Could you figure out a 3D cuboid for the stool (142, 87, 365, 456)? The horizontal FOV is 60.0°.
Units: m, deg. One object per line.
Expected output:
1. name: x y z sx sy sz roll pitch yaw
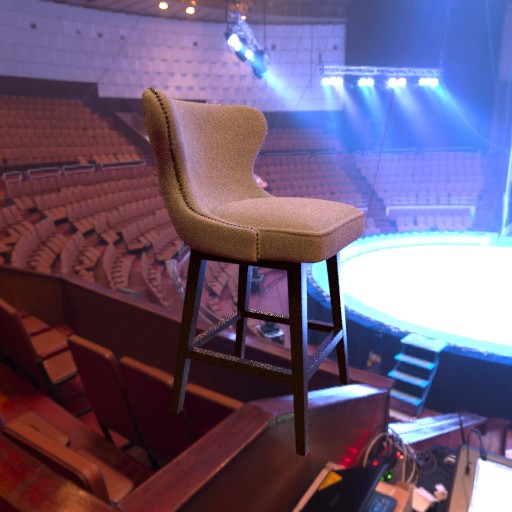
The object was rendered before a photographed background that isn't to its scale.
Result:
1. stool: 0.000 0.000 1.405 0.597 0.972 0.615 7 15 26
